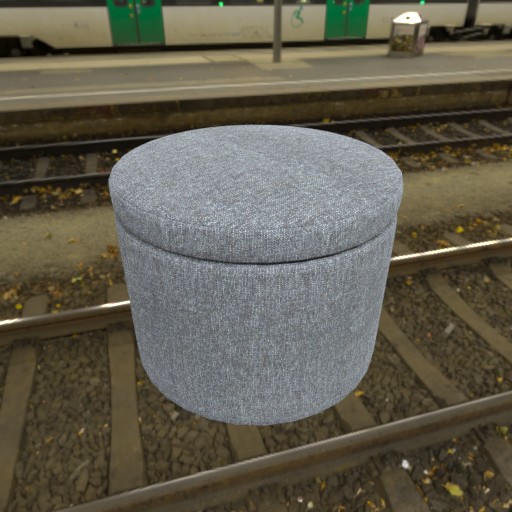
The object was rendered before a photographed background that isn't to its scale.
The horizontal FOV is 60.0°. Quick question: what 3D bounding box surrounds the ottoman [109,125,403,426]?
[{"bbox_3d":[0.000,0.000,0.872,0.500,0.419,0.500,0,31,0],"label":"ottoman"}]
